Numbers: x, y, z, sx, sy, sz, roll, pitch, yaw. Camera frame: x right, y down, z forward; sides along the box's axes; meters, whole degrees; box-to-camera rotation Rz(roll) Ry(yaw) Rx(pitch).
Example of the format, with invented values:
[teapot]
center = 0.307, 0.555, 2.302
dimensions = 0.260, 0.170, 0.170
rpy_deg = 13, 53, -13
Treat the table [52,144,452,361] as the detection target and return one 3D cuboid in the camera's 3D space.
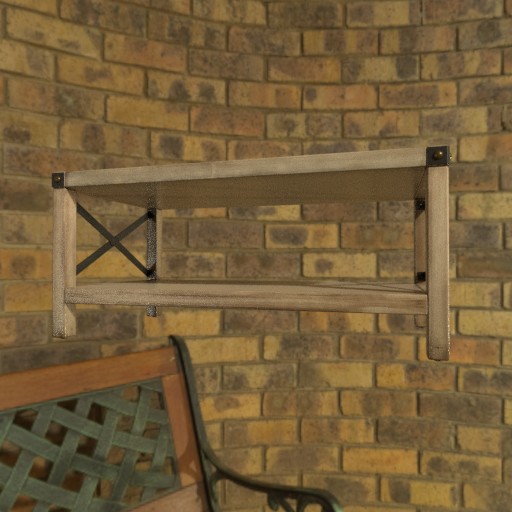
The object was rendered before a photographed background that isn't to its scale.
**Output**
[table]
center = 0.000, 0.000, 1.322
dimensions = 1.016, 0.456, 0.559
rpy_deg = 0, -1, 17
